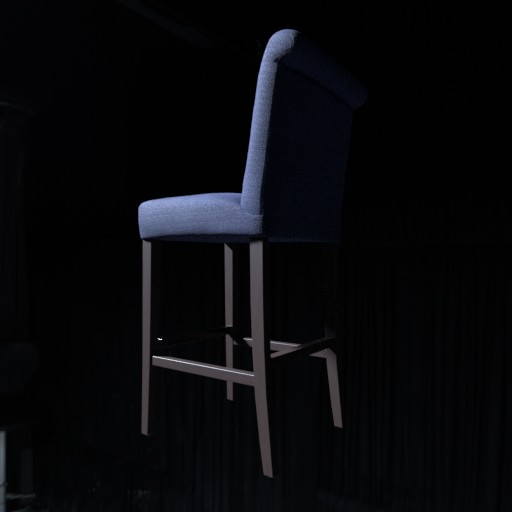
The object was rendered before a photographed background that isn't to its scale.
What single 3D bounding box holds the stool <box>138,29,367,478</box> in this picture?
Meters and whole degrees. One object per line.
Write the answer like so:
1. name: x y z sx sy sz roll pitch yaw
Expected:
1. stool: 0.000 0.000 1.431 0.601 1.140 0.493 0 0 36
